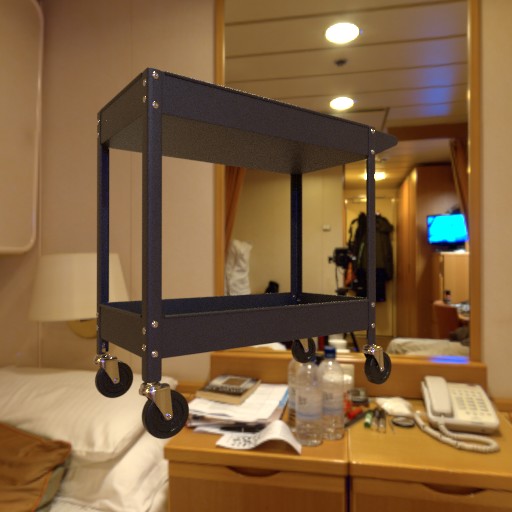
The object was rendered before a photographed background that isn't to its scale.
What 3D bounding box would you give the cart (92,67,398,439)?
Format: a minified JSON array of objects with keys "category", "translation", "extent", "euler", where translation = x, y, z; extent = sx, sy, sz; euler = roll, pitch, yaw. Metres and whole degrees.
[{"category":"cart","translation":[0.000,0.000,1.205],"extent":[0.779,0.719,0.366],"euler":[0,-1,-36]}]
